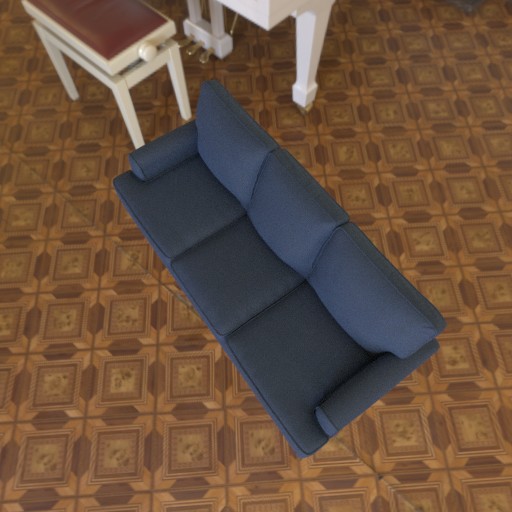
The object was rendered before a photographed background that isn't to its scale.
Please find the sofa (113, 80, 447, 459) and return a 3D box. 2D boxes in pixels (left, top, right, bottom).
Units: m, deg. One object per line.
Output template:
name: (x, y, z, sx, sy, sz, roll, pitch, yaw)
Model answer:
sofa: (0.000, 0.000, 2.734, 0.951, 0.965, 2.158, -33, 68, -15)
